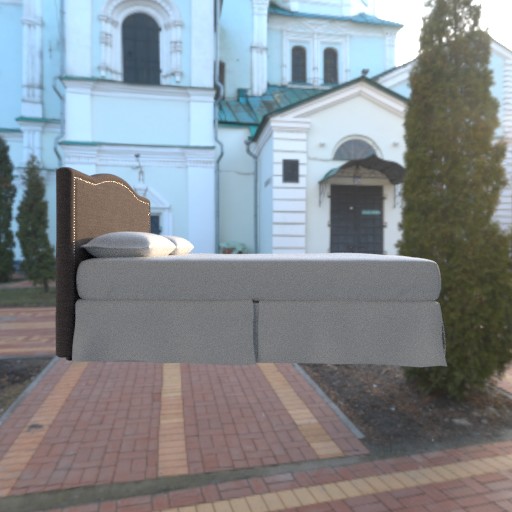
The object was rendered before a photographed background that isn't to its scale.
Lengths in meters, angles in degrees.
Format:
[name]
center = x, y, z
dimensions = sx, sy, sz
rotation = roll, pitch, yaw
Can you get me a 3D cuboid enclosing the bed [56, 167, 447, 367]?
[bed]
center = 0.000, 0.000, 4.014
dimensions = 2.689, 1.457, 2.161
rotation = 0, 1, 2
